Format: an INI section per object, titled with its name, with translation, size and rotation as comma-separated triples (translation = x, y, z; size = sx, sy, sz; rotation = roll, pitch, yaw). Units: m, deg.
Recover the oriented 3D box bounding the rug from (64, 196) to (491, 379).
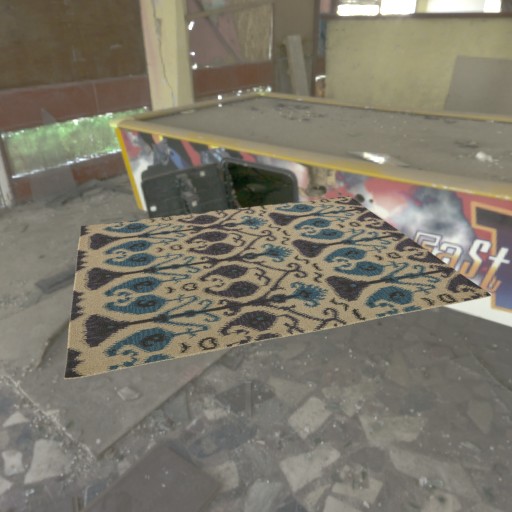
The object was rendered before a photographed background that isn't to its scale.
[rug]
translation = 0.000, 0.000, 4.172
size = 3.228, 0.024, 2.443
rotation = -8, 29, -15
